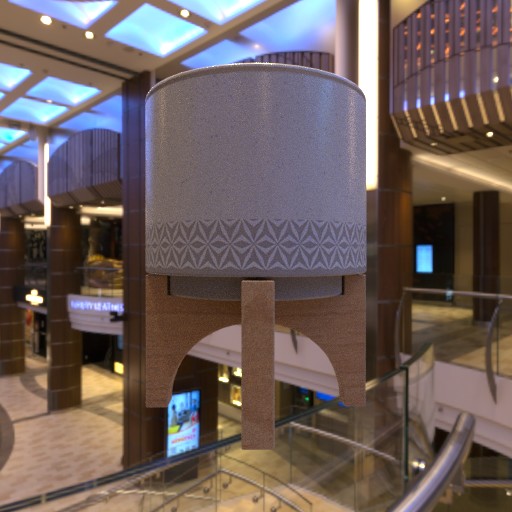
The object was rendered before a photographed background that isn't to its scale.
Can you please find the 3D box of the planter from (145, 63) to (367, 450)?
[{"bbox_3d":[0.000,0.000,0.268,0.130,0.178,0.130,0,0,0],"label":"planter"}]
